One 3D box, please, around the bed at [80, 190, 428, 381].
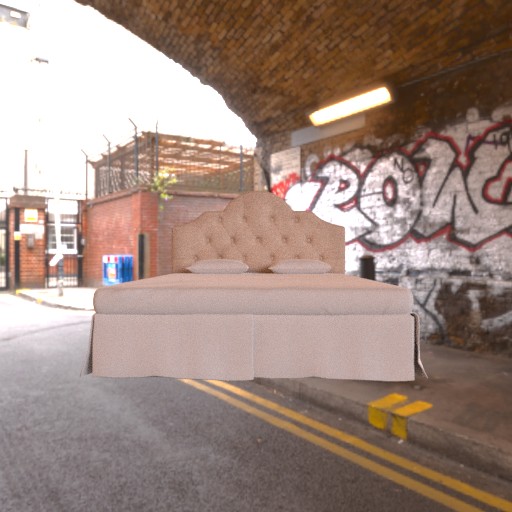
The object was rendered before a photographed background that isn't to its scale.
[{"bbox_3d":[0.000,0.000,3.075,1.667,1.194,1.970,0,0,1],"label":"bed"}]
